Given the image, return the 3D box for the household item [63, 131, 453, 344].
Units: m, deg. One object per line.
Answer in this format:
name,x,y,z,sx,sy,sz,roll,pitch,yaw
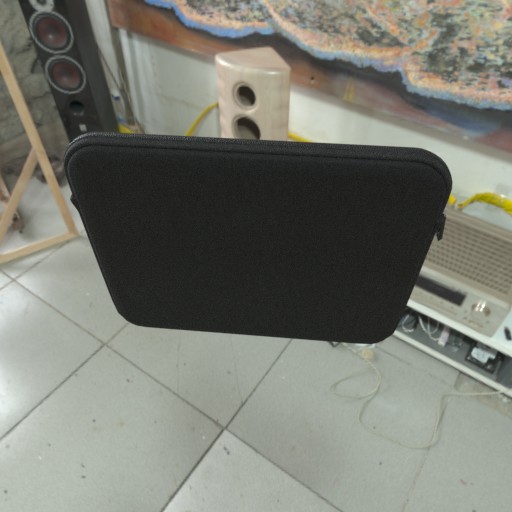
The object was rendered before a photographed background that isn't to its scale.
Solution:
household item,0.000,0.000,0.520,0.396,0.305,0.030,4,46,4
